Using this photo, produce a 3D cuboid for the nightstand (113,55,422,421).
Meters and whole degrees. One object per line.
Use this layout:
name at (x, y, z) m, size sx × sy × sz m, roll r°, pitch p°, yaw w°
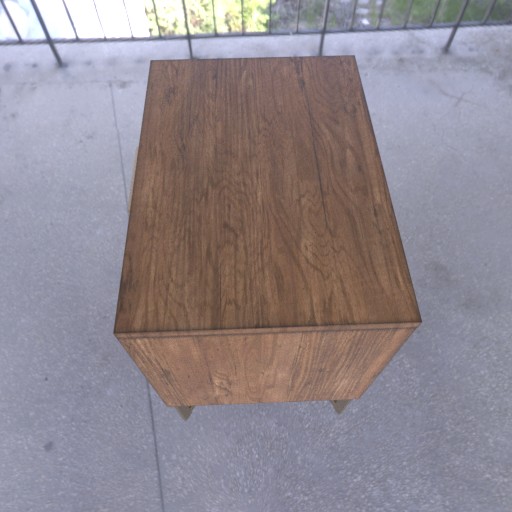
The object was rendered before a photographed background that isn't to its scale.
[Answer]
nightstand at (0.000, 0.000, 1.036) m, size 0.446 × 0.610 × 0.610 m, roll -2°, pitch 59°, yaw -1°
